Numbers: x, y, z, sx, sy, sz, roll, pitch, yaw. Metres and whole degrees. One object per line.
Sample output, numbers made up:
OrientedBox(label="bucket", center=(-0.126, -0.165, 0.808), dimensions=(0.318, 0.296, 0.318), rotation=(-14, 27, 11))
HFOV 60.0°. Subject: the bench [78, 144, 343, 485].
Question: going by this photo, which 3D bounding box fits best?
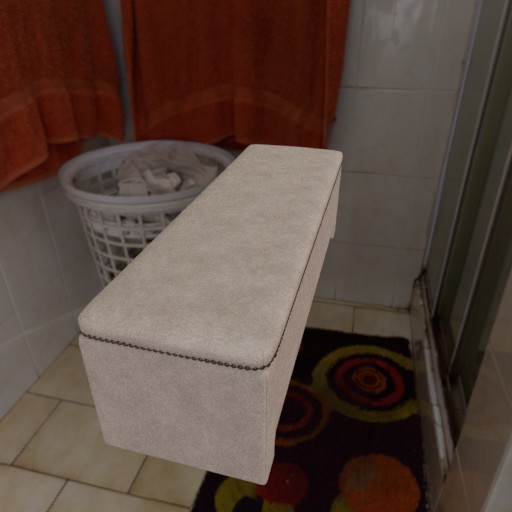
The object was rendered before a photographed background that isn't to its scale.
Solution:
OrientedBox(label="bench", center=(0.000, 0.000, 1.660), dimensions=(0.470, 0.447, 1.482), rotation=(8, 31, 13))
